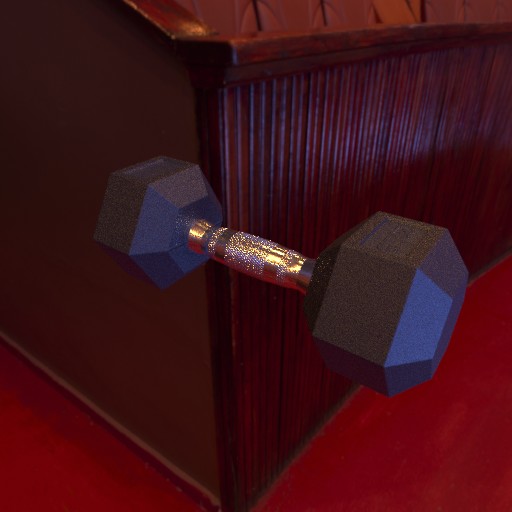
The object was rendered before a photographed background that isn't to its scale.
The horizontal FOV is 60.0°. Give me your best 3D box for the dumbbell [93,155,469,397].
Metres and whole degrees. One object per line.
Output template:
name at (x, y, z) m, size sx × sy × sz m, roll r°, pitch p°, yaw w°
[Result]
dumbbell at (0.000, 0.000, 0.321) m, size 0.272 × 0.092 × 0.106 m, roll 20°, pitch 36°, yaw 30°
